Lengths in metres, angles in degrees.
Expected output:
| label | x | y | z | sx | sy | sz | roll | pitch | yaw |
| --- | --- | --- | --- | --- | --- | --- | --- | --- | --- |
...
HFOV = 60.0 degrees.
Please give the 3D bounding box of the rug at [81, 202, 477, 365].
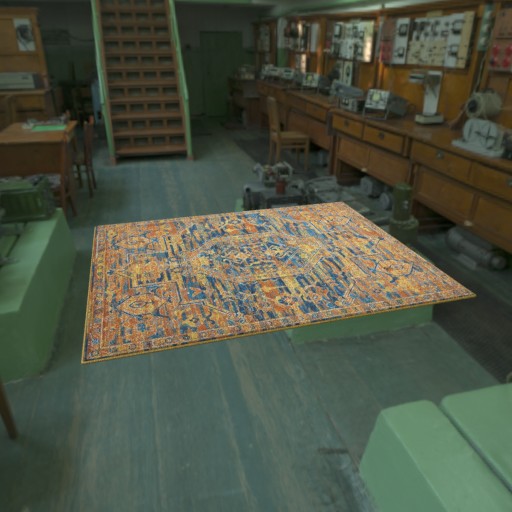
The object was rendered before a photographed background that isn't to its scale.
| label | x | y | z | sx | sy | sz | roll | pitch | yaw |
| --- | --- | --- | --- | --- | --- | --- | --- | --- | --- |
| rug | 0.000 | 0.000 | 4.274 | 3.040 | 0.031 | 2.435 | -7 | 27 | -14 |
